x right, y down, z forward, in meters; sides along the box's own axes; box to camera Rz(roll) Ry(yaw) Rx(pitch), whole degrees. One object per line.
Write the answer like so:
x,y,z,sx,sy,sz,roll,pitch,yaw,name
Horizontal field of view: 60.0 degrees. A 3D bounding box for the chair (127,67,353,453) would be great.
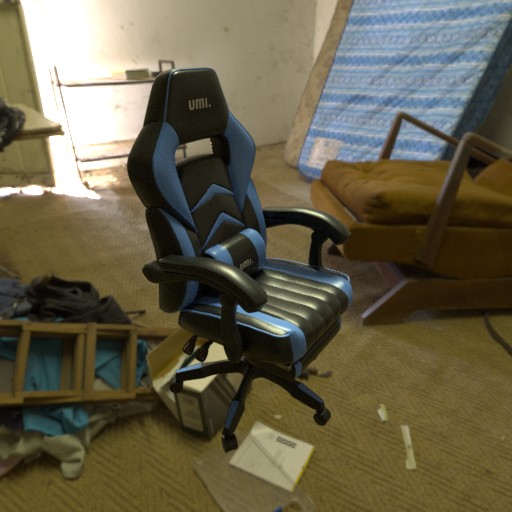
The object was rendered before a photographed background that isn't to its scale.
0.000,0.000,1.653,0.700,1.280,0.700,17,30,31,chair
